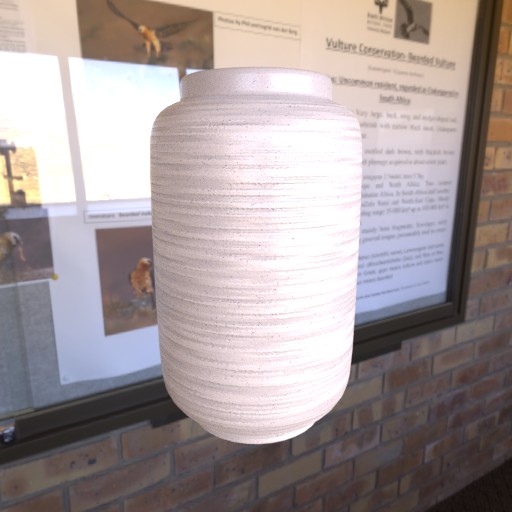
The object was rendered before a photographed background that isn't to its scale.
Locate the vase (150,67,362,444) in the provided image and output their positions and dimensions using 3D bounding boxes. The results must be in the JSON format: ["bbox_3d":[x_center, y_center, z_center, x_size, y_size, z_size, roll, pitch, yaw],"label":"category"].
[{"bbox_3d":[0.000,0.000,0.449,0.202,0.335,0.202,0,14,0],"label":"vase"}]
